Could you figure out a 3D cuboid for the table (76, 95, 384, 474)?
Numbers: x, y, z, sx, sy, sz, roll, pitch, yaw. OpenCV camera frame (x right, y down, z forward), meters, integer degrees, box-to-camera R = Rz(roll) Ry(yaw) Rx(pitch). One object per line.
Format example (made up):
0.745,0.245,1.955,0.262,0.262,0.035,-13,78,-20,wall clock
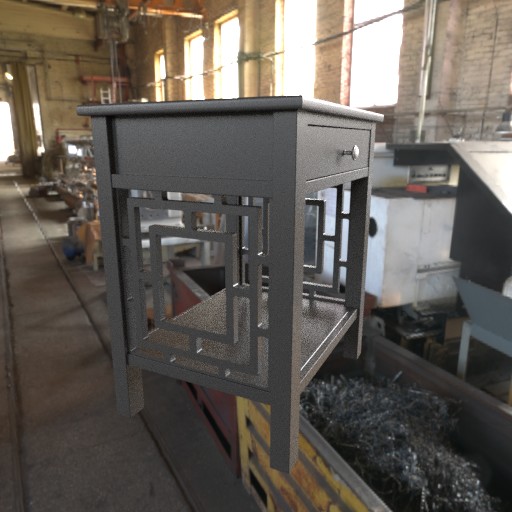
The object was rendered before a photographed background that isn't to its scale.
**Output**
0.000,0.000,1.033,0.451,0.646,0.564,7,16,26,table
